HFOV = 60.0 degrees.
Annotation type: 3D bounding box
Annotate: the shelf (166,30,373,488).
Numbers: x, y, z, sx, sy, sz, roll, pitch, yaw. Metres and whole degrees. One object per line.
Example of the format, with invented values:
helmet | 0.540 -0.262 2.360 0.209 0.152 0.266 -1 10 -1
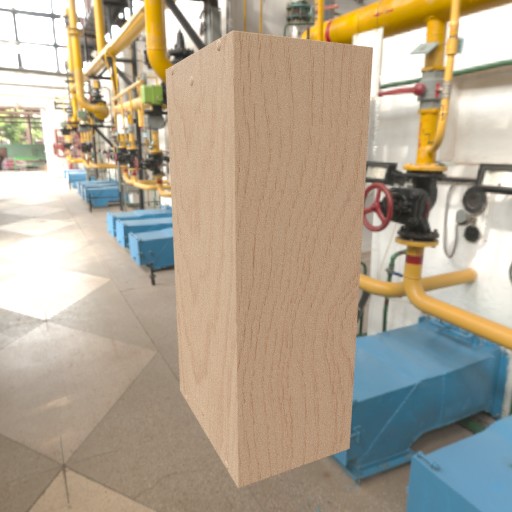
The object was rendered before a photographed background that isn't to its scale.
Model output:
shelf | 0.000 0.000 0.731 0.200 0.600 0.290 -7 15 -25
